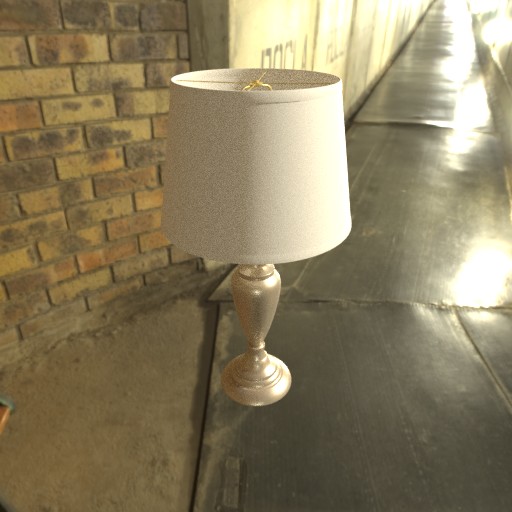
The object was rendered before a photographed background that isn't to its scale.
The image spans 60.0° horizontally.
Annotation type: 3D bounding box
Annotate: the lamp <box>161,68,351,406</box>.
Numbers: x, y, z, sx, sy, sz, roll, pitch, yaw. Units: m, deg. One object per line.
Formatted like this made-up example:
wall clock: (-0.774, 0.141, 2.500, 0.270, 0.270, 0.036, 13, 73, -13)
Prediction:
lamp: (0.000, 0.000, 0.814, 0.328, 0.612, 0.328, 0, 29, 0)
